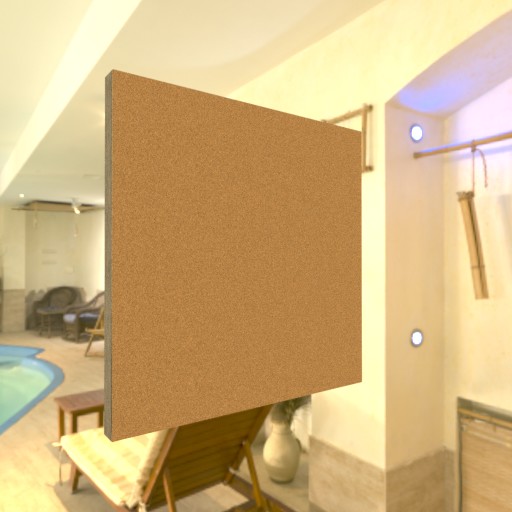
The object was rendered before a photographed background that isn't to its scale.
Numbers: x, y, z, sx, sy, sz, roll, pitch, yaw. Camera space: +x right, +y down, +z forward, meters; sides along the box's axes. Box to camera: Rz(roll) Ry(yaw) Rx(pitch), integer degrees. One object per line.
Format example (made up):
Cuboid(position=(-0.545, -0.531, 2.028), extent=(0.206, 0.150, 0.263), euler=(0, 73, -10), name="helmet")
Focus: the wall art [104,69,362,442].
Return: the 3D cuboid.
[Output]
Cuboid(position=(0.000, 0.000, 1.129), extent=(0.749, 0.751, 0.050), euler=(0, -1, -36), name="wall art")
